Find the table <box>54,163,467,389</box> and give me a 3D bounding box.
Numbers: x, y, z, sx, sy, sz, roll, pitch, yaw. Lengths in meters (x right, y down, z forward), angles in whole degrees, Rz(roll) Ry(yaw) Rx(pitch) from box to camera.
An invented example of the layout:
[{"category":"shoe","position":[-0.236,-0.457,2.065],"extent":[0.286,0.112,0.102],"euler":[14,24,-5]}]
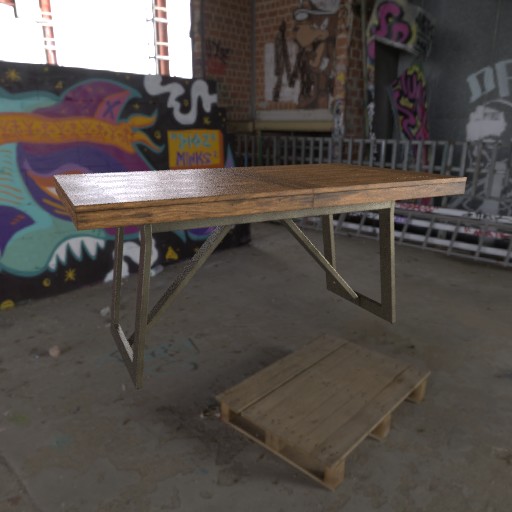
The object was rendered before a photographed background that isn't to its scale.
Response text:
[{"category":"table","position":[0.000,0.000,2.129],"extent":[1.641,0.757,0.931],"euler":[-8,18,-26]}]
